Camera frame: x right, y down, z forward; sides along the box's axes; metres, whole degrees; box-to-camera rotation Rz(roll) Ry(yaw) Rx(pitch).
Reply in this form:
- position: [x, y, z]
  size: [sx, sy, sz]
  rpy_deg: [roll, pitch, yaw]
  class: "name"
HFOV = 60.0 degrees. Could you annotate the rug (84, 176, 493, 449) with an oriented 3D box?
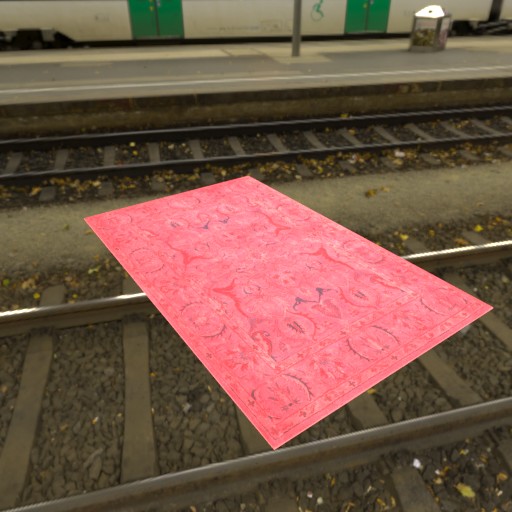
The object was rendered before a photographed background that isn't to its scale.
- position: [0.000, 0.000, 2.940]
  size: [1.534, 0.010, 2.423]
  rpy_deg: [-20, 37, -29]
  class: "rug"
